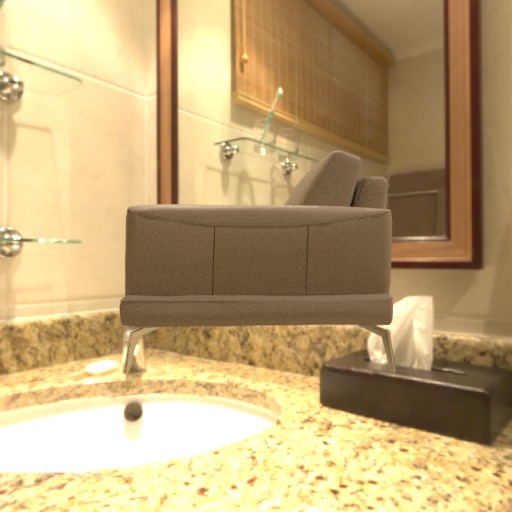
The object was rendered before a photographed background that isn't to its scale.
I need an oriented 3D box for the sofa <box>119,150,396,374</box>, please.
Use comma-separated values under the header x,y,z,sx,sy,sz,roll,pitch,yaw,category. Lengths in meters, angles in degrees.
x,y,z,sx,sy,sz,roll,pitch,yaw,category
0.000,0.000,2.756,1.121,0.930,2.177,0,0,-1,sofa
